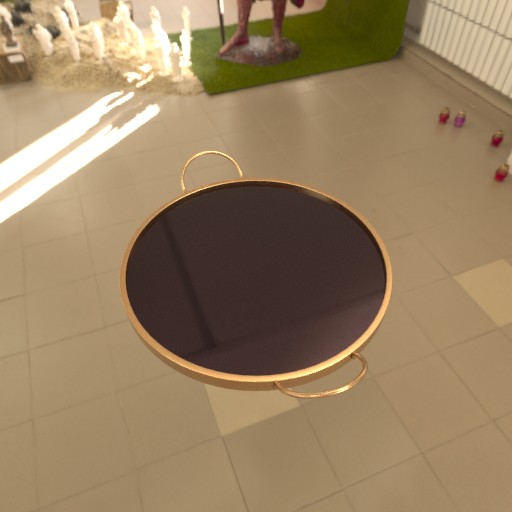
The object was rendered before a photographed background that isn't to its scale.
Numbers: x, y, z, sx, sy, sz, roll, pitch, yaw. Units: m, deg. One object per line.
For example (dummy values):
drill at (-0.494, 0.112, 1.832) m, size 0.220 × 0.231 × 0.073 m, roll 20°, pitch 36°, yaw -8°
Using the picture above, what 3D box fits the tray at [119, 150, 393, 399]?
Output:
tray at (0.000, 0.000, 0.721) m, size 0.438 × 0.069 × 0.543 m, roll -17°, pitch 49°, yaw -15°
